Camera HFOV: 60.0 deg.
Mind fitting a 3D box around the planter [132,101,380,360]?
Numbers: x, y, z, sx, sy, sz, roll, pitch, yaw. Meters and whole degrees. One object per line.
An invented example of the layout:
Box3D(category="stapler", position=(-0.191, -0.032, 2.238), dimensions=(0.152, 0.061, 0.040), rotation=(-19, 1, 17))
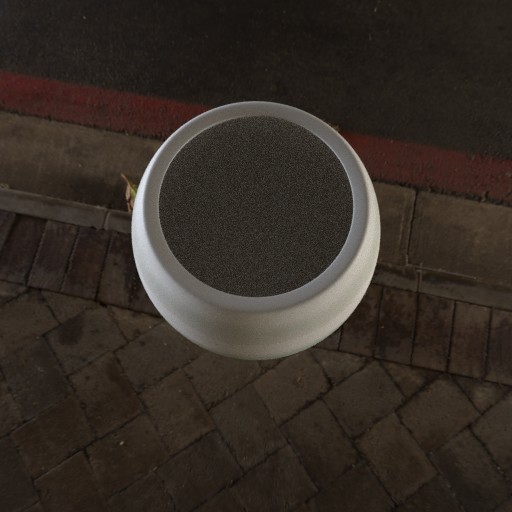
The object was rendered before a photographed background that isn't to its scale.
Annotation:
Box3D(category="planter", position=(0.000, 0.000, 0.346), dimensions=(0.161, 0.224, 0.161), rotation=(0, 75, 0))
